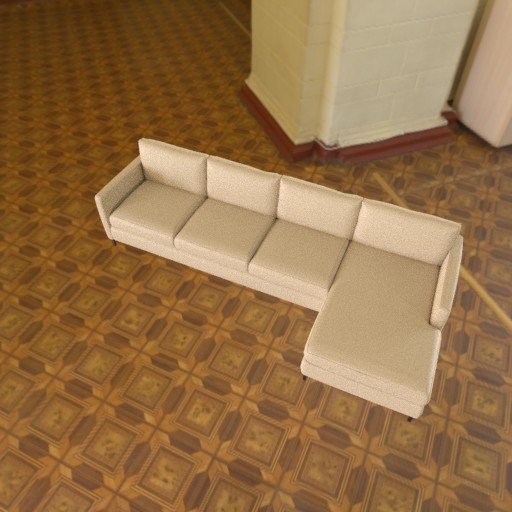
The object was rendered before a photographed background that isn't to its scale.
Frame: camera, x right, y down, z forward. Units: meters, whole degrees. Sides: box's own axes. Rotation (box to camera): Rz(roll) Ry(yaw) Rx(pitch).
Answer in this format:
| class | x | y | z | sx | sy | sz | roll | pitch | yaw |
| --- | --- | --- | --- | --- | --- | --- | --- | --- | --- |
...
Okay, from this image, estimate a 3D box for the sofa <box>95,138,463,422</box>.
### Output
| class | x | y | z | sx | sy | sz | roll | pitch | yaw |
| --- | --- | --- | --- | --- | --- | --- | --- | --- | --- |
| sofa | 0.000 | 0.000 | 3.260 | 2.731 | 0.755 | 1.258 | 18 | 50 | 16 |
